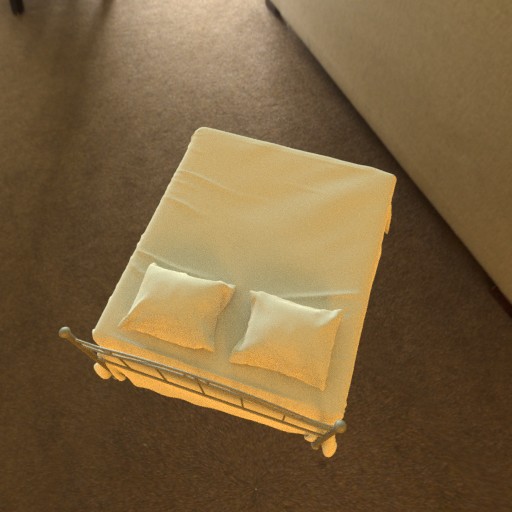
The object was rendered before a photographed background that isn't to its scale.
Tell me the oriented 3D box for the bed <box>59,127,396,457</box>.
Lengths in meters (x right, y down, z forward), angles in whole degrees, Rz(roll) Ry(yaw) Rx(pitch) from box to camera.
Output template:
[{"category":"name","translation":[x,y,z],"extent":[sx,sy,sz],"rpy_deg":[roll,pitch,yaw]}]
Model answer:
[{"category":"bed","translation":[0.000,0.000,3.291],"extent":[1.936,1.080,2.215],"rpy_deg":[16,63,8]}]
